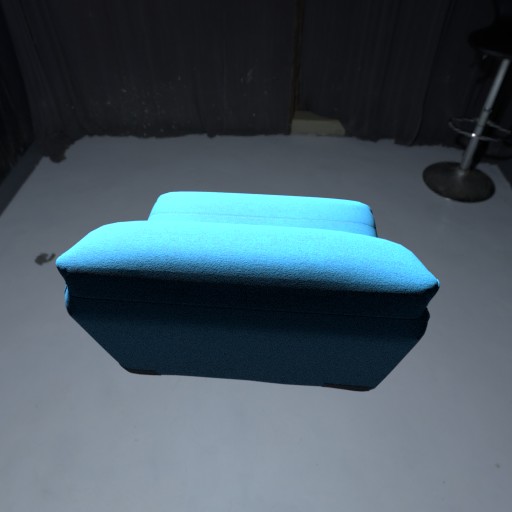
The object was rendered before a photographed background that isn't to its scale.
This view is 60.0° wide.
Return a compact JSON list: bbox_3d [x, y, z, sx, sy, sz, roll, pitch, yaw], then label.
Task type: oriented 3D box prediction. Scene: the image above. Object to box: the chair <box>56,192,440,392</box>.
[{"bbox_3d":[0.000,0.000,1.324,0.820,0.580,0.780,3,45,3],"label":"chair"}]
